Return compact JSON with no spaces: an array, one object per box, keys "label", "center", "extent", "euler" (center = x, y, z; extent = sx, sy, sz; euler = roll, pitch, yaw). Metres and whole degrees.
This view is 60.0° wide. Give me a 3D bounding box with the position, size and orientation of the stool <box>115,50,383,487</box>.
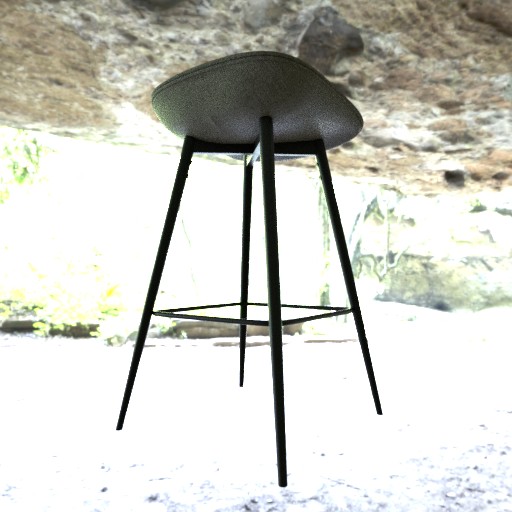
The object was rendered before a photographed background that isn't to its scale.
[{"label":"stool","center":[0.000,0.000,1.101],"extent":[0.469,0.814,0.480],"euler":[-1,-2,36]}]
